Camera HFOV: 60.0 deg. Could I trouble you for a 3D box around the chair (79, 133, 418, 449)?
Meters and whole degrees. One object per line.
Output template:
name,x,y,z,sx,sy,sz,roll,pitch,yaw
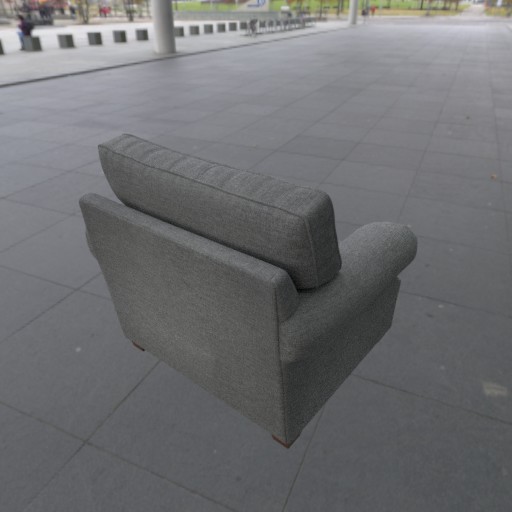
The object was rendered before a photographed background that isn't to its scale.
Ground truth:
chair,0.000,0.000,1.844,1.092,0.961,0.965,22,36,33
